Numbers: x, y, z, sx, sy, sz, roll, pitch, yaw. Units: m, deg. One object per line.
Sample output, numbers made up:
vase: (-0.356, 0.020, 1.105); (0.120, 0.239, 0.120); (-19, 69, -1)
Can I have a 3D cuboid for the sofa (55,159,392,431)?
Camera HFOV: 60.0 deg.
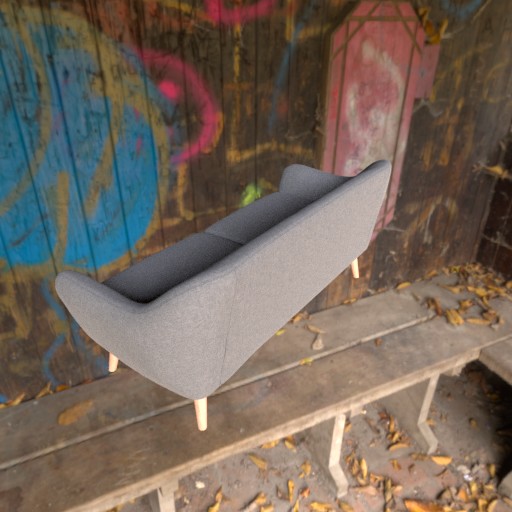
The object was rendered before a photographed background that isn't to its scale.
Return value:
sofa: (0.000, 0.000, 2.343); (0.820, 0.820, 1.840); (20, 35, 31)
